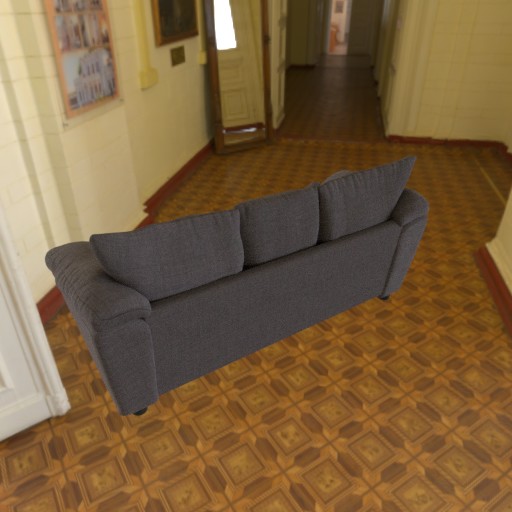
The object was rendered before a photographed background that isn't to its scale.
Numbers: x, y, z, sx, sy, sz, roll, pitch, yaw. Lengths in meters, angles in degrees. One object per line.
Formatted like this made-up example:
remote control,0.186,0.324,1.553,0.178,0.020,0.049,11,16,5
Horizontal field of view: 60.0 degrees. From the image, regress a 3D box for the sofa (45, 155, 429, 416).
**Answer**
sofa,0.000,0.000,2.837,2.336,1.080,0.883,-18,35,-28
